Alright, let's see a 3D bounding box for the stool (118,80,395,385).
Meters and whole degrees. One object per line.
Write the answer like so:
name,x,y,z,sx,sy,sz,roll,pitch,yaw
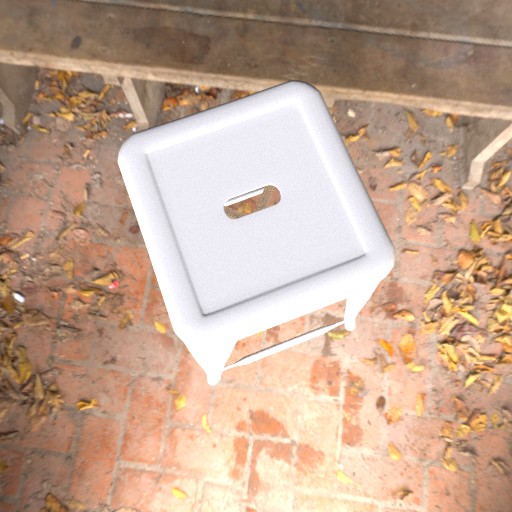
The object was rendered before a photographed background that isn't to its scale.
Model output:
stool,0.000,0.000,0.883,0.406,0.610,0.406,-20,77,-5
